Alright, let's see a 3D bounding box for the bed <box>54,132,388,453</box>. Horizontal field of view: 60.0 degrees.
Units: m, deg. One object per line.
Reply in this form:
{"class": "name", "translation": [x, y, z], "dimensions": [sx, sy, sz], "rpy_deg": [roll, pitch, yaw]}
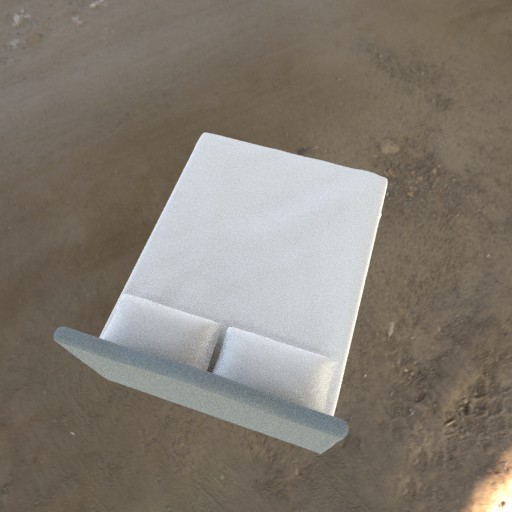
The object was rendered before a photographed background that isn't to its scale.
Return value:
{"class": "bed", "translation": [0.000, 0.000, 4.006], "dimensions": [2.161, 1.457, 2.689], "rpy_deg": [16, 64, 8]}
